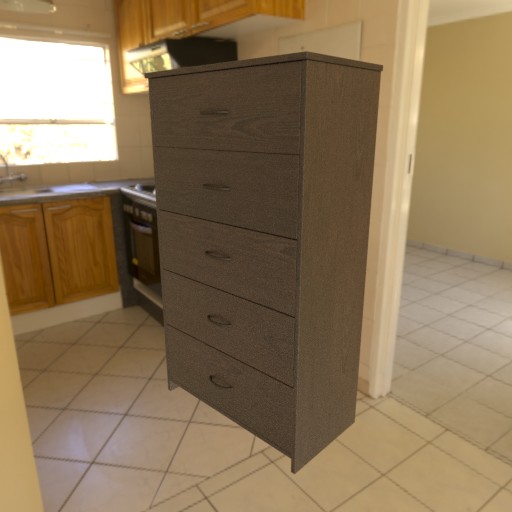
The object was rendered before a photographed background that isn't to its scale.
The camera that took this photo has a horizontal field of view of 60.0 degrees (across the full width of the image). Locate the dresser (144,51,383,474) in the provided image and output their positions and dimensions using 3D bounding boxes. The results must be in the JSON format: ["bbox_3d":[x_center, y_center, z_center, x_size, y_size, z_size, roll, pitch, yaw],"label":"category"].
[{"bbox_3d":[0.000,0.000,1.608,0.704,1.254,0.418,15,22,41],"label":"dresser"}]
